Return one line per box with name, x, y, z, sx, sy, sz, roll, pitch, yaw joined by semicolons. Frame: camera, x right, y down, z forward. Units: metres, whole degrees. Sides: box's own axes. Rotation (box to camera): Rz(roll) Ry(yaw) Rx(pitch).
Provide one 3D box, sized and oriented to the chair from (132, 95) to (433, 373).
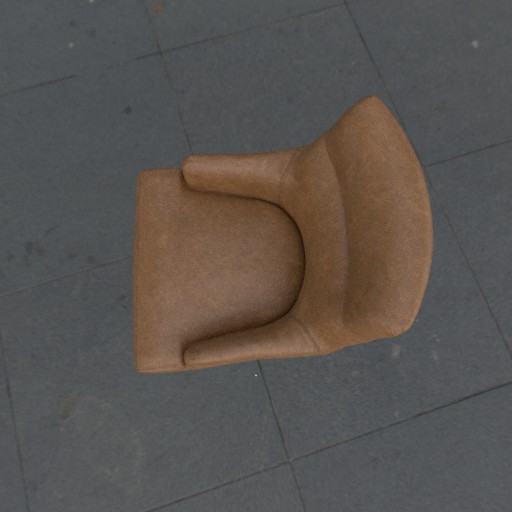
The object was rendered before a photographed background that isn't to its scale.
chair;0.000;0.000;1.501;0.874;0.869;0.729;-3;75;-1
